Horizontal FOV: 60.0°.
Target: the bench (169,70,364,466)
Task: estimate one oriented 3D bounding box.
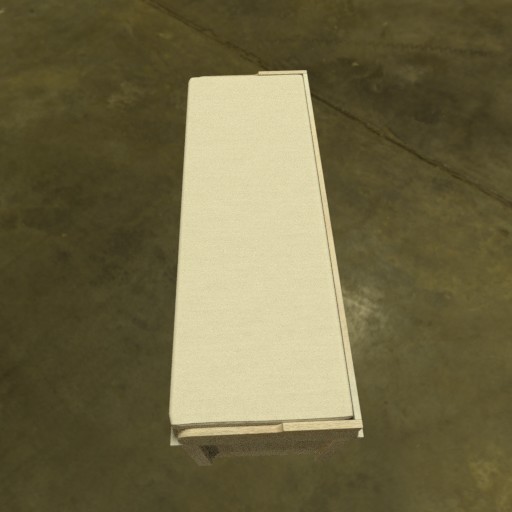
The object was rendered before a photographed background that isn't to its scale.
[{"bbox_3d":[0.000,0.000,1.380,0.398,0.501,1.140,-2,59,-1],"label":"bench"}]
